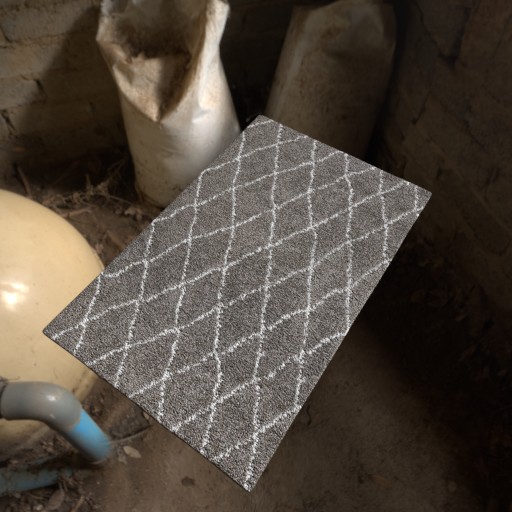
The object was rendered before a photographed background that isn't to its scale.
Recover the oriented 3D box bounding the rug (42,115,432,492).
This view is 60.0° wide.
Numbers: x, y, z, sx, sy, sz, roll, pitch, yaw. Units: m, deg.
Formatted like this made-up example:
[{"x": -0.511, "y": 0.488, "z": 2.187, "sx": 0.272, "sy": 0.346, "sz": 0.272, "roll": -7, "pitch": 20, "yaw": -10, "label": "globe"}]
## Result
[{"x": 0.000, "y": 0.000, "z": 3.448, "sx": 1.778, "sy": 0.030, "sz": 2.743, "roll": 30, "pitch": 62, "yaw": 18, "label": "rug"}]
